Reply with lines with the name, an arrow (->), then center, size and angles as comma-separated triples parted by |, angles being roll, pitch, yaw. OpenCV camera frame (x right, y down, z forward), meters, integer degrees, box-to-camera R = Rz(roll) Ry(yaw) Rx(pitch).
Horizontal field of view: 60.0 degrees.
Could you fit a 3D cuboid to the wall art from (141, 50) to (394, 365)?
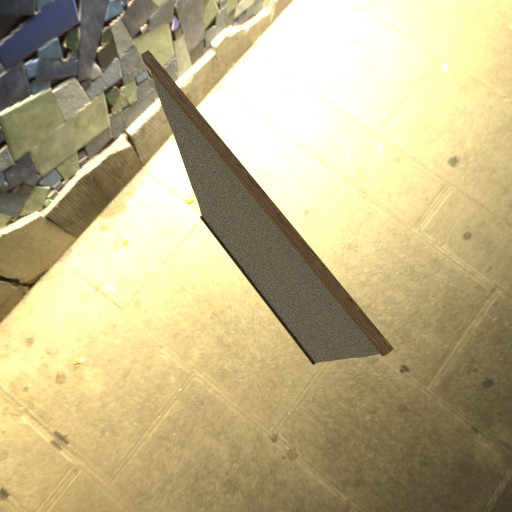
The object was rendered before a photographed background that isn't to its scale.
wall art -> 0.000, 0.000, 0.798 | 0.011, 0.605, 0.458 | -36, 78, -9
